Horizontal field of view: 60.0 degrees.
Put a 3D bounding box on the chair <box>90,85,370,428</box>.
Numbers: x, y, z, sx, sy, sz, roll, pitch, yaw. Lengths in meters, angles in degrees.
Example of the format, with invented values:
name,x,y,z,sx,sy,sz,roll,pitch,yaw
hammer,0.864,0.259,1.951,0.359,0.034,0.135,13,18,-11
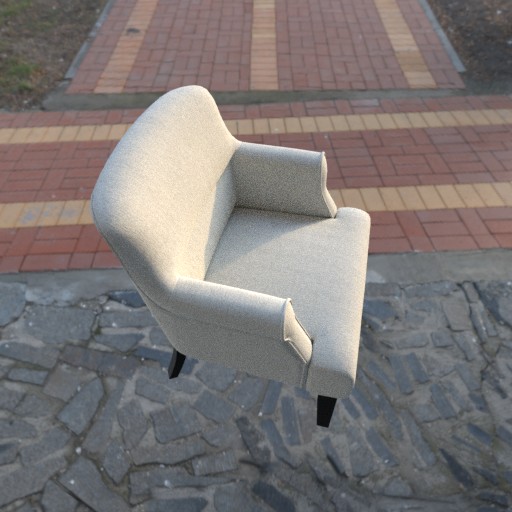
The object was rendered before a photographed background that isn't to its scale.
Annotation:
name,x,y,z,sx,sy,sz,roll,pitch,yaw
chair,0.000,0.000,1.494,0.750,0.875,0.781,10,48,9
